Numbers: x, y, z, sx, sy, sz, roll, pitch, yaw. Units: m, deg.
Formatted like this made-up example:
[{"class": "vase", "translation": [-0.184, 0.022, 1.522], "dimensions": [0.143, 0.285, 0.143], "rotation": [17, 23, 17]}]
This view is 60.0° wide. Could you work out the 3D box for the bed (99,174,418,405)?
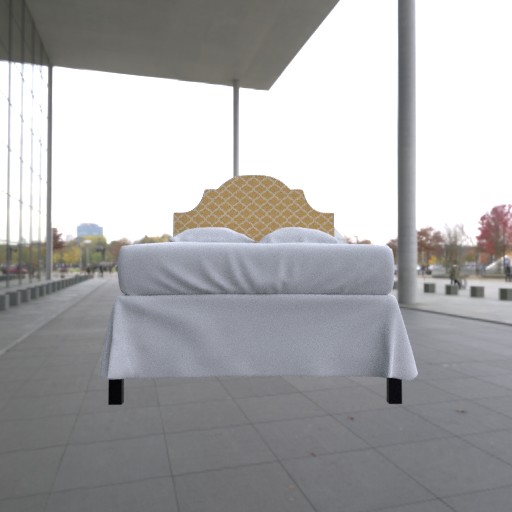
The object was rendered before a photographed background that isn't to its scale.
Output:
[{"class": "bed", "translation": [0.000, 0.000, 3.384], "dimensions": [1.780, 1.633, 2.222], "rotation": [0, -1, -1]}]
